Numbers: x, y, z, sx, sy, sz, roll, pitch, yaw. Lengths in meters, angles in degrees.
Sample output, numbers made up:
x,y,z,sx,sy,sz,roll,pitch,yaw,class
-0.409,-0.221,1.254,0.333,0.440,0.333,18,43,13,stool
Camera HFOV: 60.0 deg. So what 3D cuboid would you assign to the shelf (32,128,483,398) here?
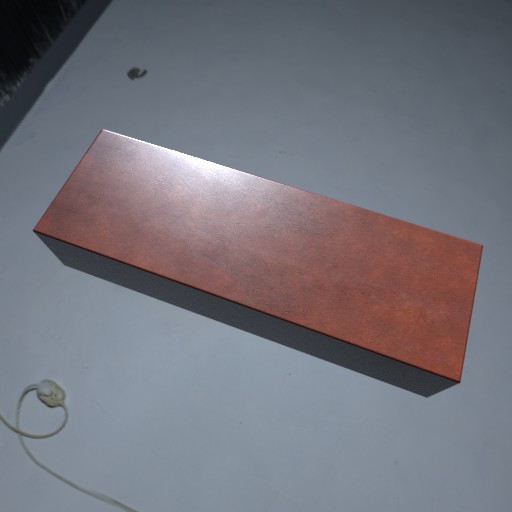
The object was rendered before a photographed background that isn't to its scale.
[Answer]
x,y,z,sx,sy,sz,roll,pitch,yaw,class
0.000,0.000,0.513,0.457,0.088,0.152,19,65,9,shelf
